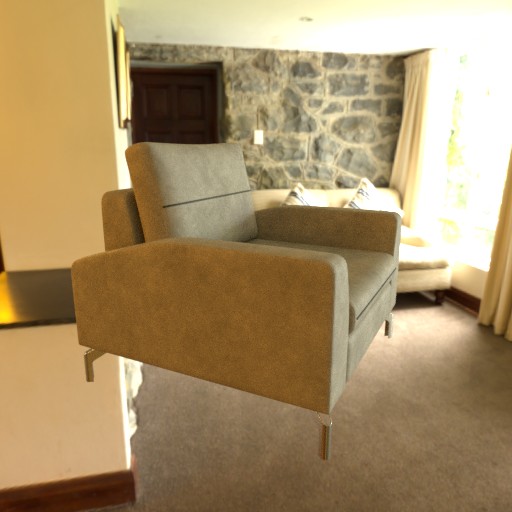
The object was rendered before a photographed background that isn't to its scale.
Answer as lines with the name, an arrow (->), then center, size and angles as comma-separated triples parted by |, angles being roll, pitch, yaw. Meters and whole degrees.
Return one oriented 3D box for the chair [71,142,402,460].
chair -> 0.000, 0.000, 1.610 | 0.900, 0.800, 0.900 | 7, 16, 26
